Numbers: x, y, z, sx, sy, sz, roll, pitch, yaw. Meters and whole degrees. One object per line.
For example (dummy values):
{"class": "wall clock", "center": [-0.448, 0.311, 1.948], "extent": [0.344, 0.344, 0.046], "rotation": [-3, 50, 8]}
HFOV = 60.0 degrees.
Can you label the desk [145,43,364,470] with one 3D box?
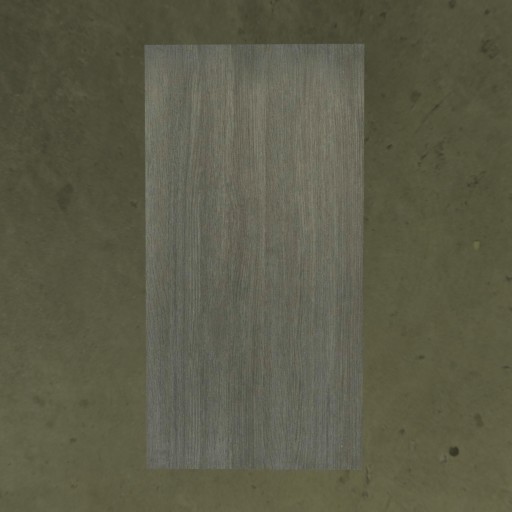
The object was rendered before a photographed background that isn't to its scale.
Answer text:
{"class": "desk", "center": [0.000, 0.000, 1.504], "extent": [0.560, 0.730, 1.096], "rotation": [0, 91, 1]}
